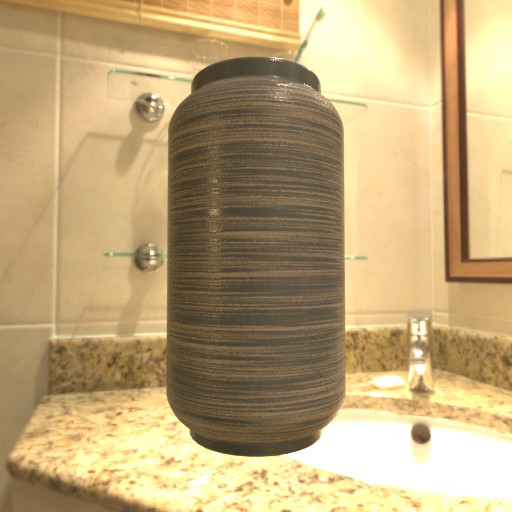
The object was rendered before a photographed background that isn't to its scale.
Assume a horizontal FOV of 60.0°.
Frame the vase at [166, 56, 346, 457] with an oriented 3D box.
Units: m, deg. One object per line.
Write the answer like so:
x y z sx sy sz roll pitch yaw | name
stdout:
0.000 0.000 0.295 0.116 0.230 0.116 0 -2 0 | vase
